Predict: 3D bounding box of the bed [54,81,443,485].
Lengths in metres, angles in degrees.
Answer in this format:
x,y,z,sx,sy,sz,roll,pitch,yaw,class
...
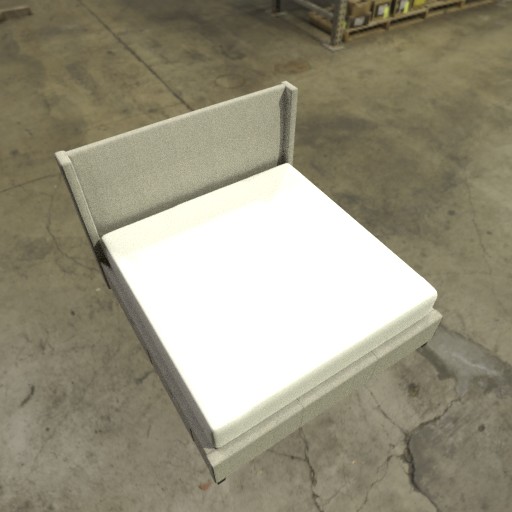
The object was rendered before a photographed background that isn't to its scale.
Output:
x,y,z,sx,sy,sz,roll,pitch,yaw,class
0.000,0.000,3.593,2.140,1.470,2.280,-25,52,-22,bed
